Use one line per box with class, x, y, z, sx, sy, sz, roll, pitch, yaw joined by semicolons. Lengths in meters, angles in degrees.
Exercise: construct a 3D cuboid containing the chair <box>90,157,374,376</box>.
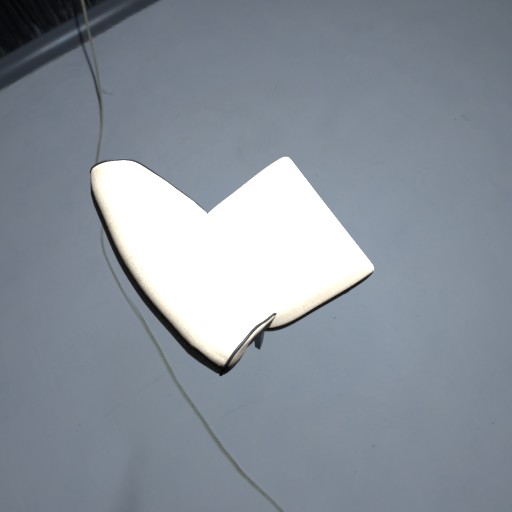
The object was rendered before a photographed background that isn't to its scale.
chair;0.000;0.000;1.391;0.623;0.997;0.522;-34;78;-8
